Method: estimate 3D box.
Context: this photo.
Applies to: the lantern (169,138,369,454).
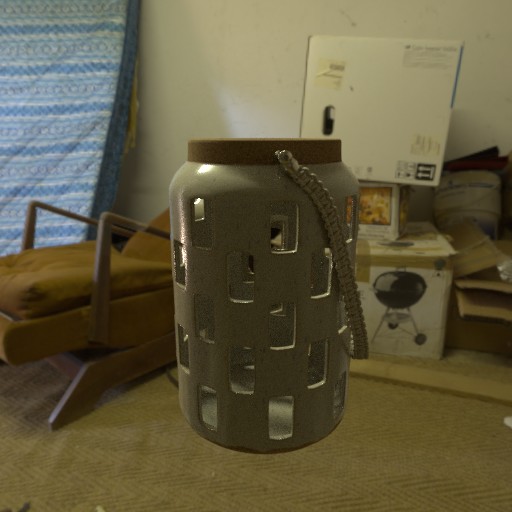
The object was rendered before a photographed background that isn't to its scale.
[{"bbox_3d":[0.000,0.000,0.495,0.184,0.255,0.347,-2,15,-9],"label":"lantern"}]
